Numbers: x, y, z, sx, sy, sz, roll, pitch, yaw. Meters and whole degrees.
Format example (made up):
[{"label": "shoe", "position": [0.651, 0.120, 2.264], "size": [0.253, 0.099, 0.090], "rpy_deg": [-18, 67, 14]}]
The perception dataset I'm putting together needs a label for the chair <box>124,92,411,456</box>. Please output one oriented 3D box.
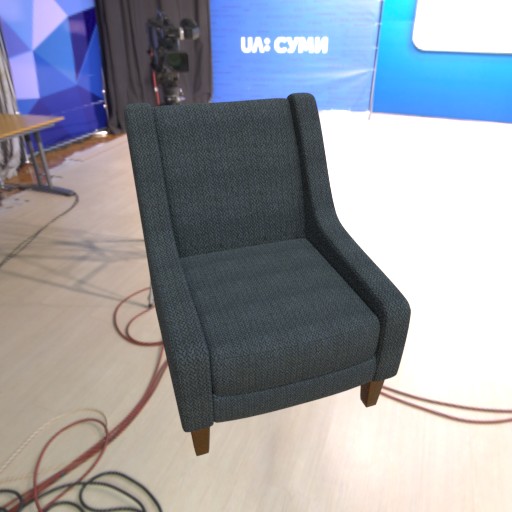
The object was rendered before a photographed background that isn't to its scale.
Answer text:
[{"label": "chair", "position": [0.000, 0.000, 1.704], "size": [0.793, 1.012, 0.944], "rpy_deg": [-10, 32, -16]}]
